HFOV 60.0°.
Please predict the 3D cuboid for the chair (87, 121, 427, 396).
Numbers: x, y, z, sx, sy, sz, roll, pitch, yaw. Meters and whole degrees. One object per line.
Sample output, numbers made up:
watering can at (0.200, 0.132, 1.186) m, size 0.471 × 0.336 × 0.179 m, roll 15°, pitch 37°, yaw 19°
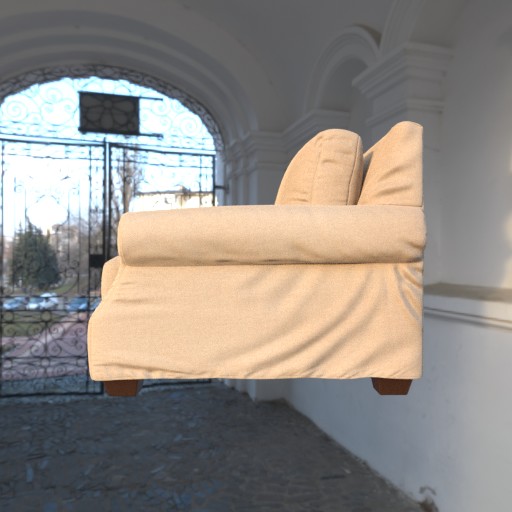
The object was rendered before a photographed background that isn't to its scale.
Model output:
chair at (0.000, 0.000, 1.744) m, size 1.066 × 0.866 × 0.940 m, roll 0°, pitch 0°, yaw -1°
